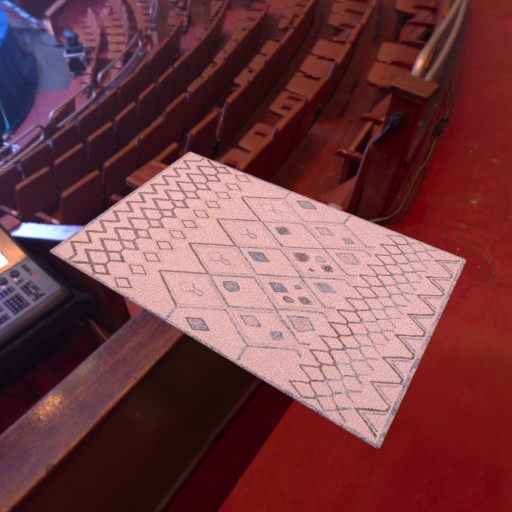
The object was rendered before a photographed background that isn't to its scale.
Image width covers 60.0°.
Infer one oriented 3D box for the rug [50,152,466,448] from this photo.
[{"bbox_3d":[0.000,0.000,3.053,2.439,0.015,1.524,25,51,23],"label":"rug"}]
